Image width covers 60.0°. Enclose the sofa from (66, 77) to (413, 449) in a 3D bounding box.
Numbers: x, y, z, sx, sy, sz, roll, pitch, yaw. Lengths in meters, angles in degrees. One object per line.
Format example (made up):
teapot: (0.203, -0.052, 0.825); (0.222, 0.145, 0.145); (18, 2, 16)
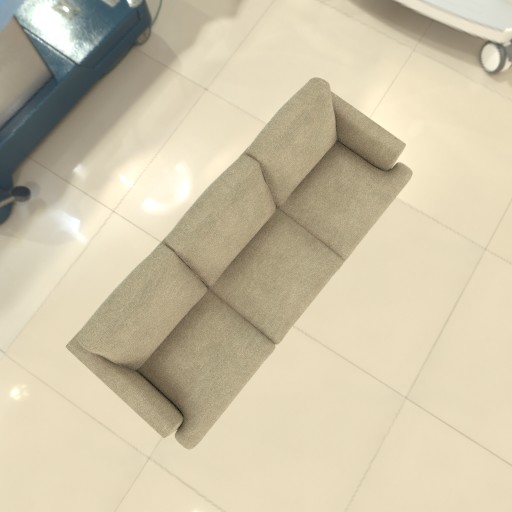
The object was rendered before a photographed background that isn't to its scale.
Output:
sofa: (0.000, 0.000, 2.773); (0.903, 0.930, 2.246); (39, 79, 9)
